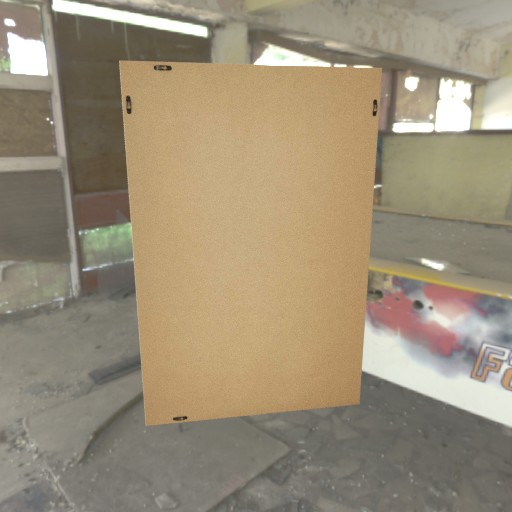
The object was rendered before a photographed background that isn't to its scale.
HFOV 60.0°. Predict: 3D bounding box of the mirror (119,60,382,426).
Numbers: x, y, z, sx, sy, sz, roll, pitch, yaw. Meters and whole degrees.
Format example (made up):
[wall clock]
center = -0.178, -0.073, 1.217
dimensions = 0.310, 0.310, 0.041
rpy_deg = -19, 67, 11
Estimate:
[mirror]
center = 0.000, 0.000, 1.145
dimensions = 0.609, 0.914, 0.041
rpy_deg = -2, 15, -9
